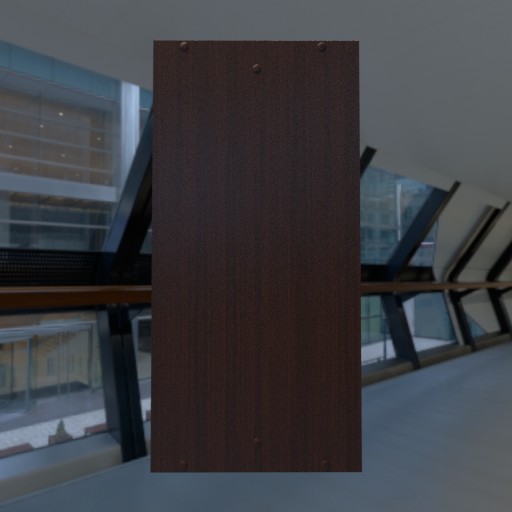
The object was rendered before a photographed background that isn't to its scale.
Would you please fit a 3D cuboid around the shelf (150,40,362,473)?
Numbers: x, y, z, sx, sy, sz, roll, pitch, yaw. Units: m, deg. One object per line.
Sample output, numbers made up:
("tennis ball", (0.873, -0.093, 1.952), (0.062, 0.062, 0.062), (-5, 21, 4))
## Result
("shelf", (0.000, 0.000, 0.740), (0.290, 0.600, 0.253), (0, -2, 0))
